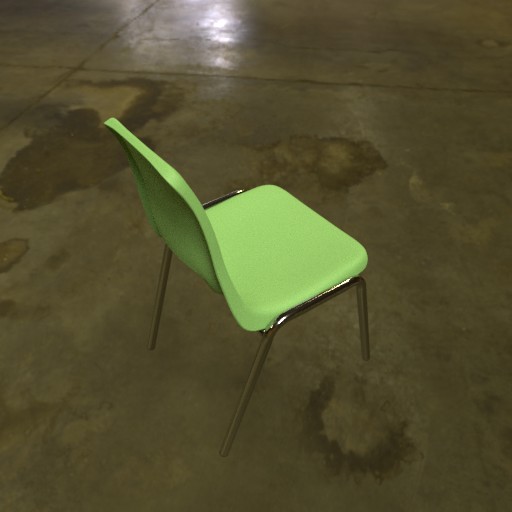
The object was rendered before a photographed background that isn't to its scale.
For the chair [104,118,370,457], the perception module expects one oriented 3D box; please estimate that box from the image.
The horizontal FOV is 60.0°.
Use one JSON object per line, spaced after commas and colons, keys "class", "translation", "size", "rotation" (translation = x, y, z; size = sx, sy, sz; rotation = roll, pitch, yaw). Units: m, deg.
{"class": "chair", "translation": [0.000, 0.000, 0.907], "size": [0.436, 0.653, 0.381], "rotation": [-26, 48, -26]}
